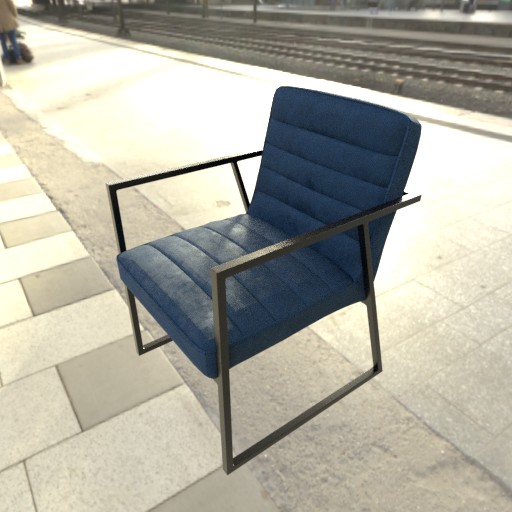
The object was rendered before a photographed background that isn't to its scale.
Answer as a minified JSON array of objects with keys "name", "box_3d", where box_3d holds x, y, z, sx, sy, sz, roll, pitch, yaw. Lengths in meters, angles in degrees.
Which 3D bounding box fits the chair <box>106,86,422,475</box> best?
[{"name":"chair","box_3d":[0.000,0.000,1.285,0.677,0.833,0.571,-21,36,-31]}]
